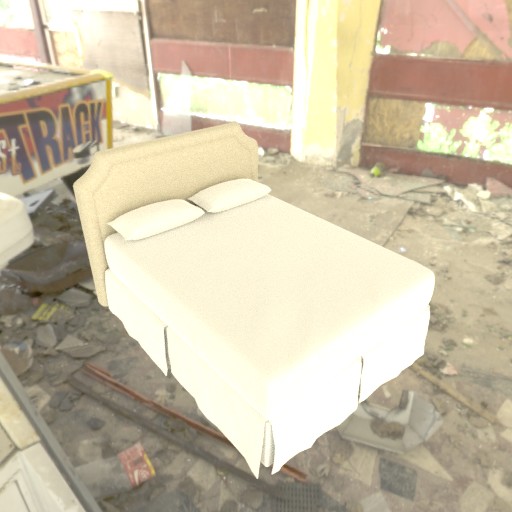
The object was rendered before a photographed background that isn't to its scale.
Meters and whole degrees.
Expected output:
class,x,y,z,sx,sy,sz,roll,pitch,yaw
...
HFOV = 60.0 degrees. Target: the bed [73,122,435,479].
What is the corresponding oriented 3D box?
class,x,y,z,sx,sy,sz,roll,pitch,yaw
bed,0.000,0.000,3.182,1.693,1.290,2.116,-24,39,-34
